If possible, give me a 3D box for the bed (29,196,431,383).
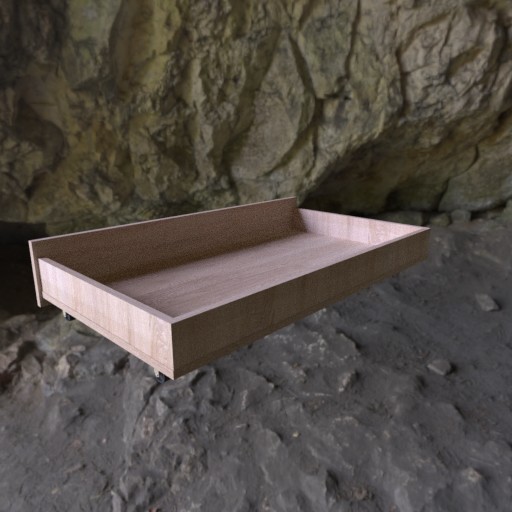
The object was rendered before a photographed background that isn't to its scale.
[{"bbox_3d":[0.000,0.000,1.498,0.685,0.209,1.200,15,22,42],"label":"bed"}]
